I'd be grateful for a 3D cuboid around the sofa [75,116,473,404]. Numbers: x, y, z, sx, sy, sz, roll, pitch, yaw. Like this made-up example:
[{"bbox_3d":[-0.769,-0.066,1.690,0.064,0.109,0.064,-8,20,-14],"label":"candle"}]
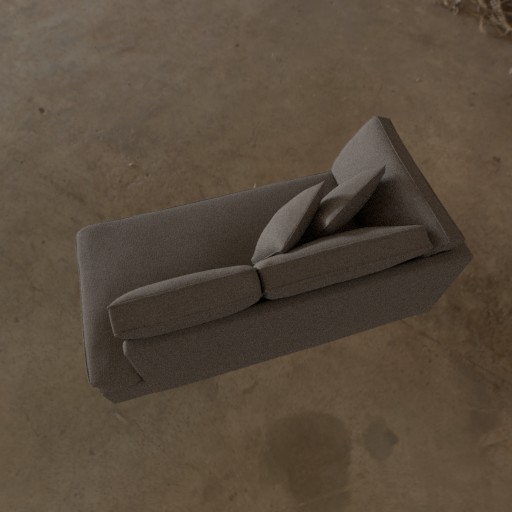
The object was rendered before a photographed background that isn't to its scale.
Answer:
[{"bbox_3d":[0.000,0.000,2.833,2.237,1.033,1.110,-15,60,-9],"label":"sofa"}]
